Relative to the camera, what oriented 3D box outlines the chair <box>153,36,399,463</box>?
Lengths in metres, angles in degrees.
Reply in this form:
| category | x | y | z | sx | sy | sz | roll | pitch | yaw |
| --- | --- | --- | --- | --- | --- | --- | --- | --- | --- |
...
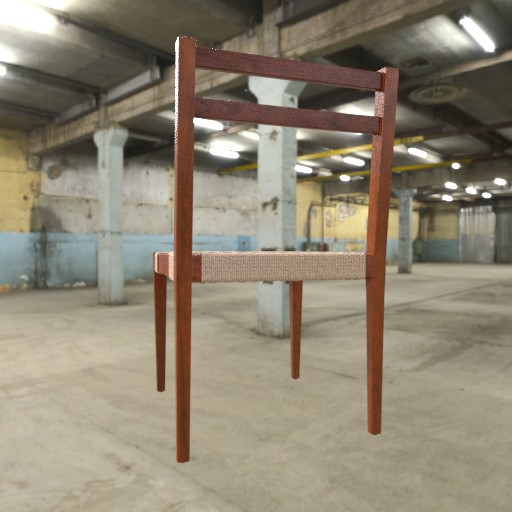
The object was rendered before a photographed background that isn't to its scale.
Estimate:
| category | x | y | z | sx | sy | sz | roll | pitch | yaw |
| --- | --- | --- | --- | --- | --- | --- | --- | --- | --- |
| chair | 0.000 | 0.000 | 1.190 | 0.495 | 0.851 | 0.569 | 0 | 1 | -18 |
